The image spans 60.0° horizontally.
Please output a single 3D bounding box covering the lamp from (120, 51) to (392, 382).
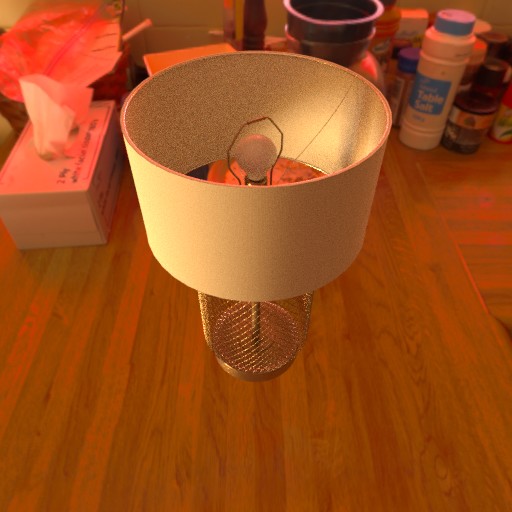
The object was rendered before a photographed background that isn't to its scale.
[{"bbox_3d":[0.000,0.000,0.795,0.353,0.578,0.353,0,47,0],"label":"lamp"}]
